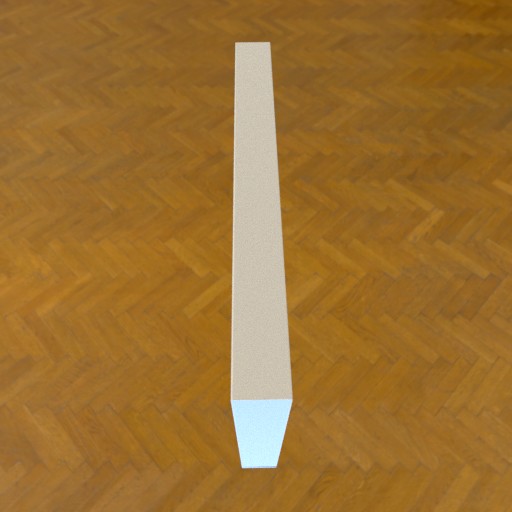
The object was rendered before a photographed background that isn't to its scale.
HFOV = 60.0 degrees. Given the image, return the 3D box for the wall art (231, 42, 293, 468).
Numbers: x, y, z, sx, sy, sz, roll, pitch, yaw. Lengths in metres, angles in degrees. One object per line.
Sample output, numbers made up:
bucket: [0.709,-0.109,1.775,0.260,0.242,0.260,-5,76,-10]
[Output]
wall art: [0.000,0.000,0.480,0.038,0.259,0.381,-1,56,-1]
